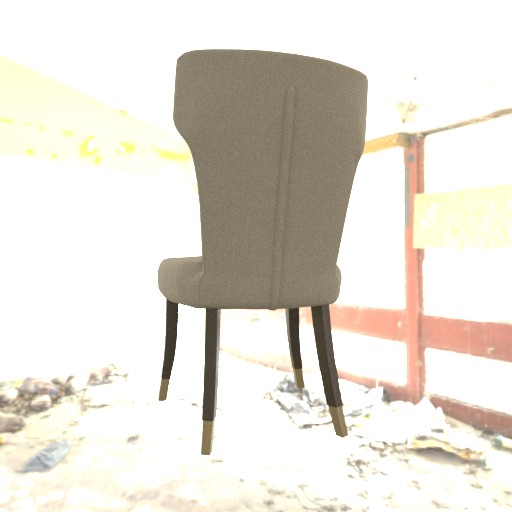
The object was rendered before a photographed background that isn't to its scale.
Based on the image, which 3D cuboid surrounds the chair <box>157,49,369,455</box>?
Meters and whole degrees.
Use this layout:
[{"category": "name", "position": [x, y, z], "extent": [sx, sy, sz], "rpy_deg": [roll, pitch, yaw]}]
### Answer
[{"category": "chair", "position": [0.000, 0.000, 1.292], "extent": [0.526, 0.950, 0.630], "rpy_deg": [0, 0, -17]}]
